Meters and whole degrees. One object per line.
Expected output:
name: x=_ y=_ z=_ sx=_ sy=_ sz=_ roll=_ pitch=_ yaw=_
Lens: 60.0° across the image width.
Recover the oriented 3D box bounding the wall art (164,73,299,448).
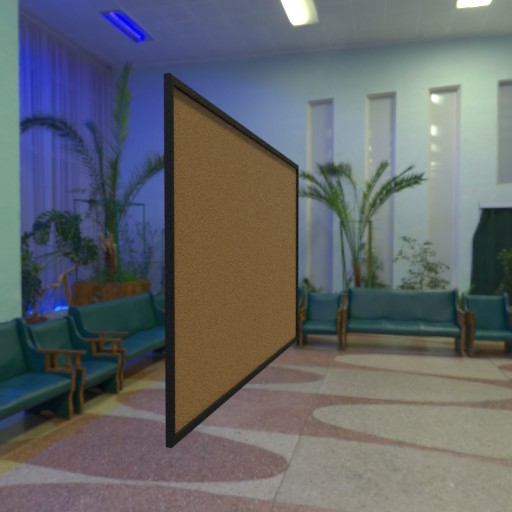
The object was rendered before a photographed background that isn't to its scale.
wall art: x=0.000 y=0.000 z=1.241 sx=0.013 sy=0.665 sz=0.963 roll=0 pitch=2 yaw=19
